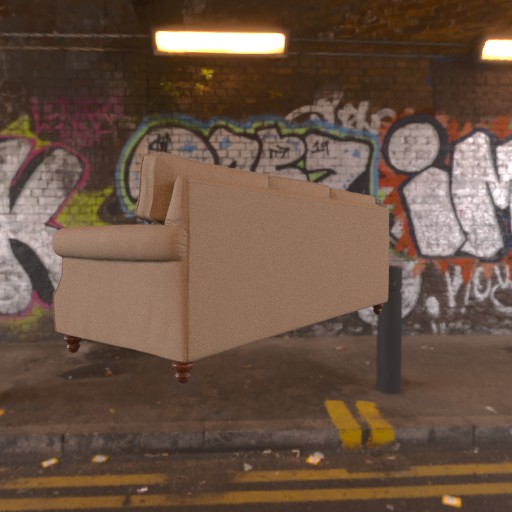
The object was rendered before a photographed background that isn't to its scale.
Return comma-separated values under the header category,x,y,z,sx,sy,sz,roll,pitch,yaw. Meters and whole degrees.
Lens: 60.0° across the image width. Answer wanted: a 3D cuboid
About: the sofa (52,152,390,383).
category,x,y,z,sx,sy,sz,roll,pitch,yaw
sofa,0.000,0.000,2.836,0.966,0.948,2.354,2,3,37
